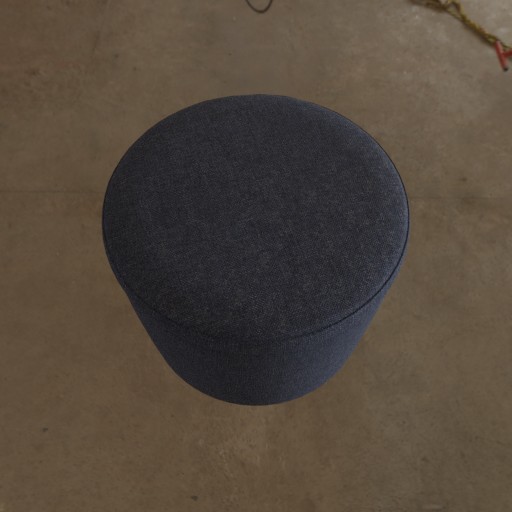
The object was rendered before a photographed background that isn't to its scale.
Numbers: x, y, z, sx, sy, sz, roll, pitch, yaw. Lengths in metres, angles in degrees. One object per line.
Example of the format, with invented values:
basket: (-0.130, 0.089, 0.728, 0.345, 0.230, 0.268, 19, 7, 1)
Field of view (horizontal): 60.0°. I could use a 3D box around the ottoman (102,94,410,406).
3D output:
ottoman: (0.000, 0.000, 0.907, 0.520, 0.430, 0.520, 0, 60, 0)
